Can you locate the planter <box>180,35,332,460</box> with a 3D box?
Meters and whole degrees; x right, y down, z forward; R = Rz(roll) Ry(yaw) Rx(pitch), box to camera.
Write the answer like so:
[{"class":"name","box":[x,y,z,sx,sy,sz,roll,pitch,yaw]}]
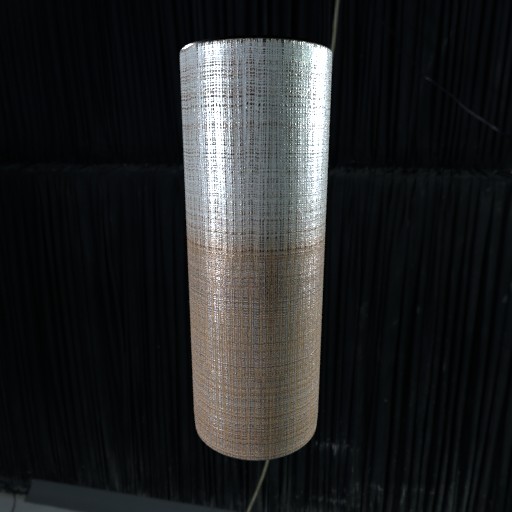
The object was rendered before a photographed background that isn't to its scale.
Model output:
[{"class":"planter","box":[0.000,0.000,0.326,0.099,0.278,0.099,2,15,8]}]
